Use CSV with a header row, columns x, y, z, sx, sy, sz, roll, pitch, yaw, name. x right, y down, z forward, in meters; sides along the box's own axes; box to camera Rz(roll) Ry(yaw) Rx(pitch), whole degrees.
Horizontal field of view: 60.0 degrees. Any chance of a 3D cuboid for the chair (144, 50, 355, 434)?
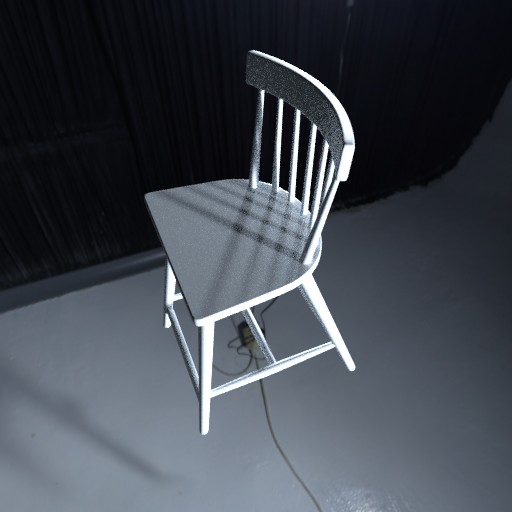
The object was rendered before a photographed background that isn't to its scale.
x,y,z,sx,sy,sz,roll,pitch,yaw,name
0.000,0.000,1.268,0.572,0.952,0.483,-17,49,-16,chair
